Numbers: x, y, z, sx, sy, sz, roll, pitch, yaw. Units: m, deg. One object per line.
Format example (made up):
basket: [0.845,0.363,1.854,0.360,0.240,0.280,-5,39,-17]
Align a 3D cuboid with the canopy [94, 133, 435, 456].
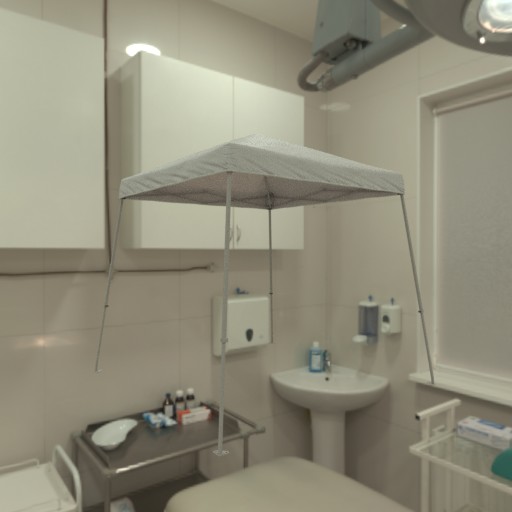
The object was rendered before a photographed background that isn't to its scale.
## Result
canopy: [0.000,0.000,5.177,2.848,2.849,2.849,-1,1,-37]
